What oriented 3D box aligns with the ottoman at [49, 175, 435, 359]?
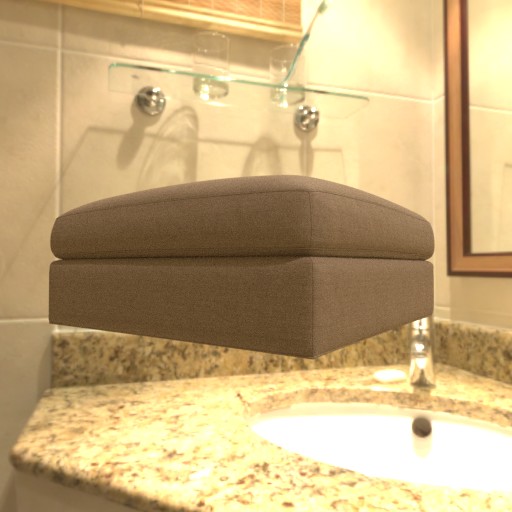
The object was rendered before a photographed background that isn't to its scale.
[{"bbox_3d":[0.000,0.000,1.641,1.041,0.470,1.041,-1,-1,35],"label":"ottoman"}]
